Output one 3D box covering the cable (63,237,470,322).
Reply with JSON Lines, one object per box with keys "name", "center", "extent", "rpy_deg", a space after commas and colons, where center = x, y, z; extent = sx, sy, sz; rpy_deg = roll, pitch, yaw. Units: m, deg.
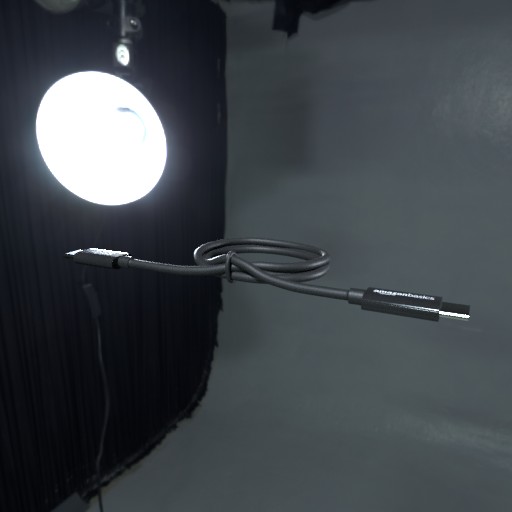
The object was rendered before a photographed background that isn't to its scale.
{"name": "cable", "center": [0.000, 0.000, 0.210], "extent": [0.186, 0.014, 0.070], "rpy_deg": [7, 15, 26]}
